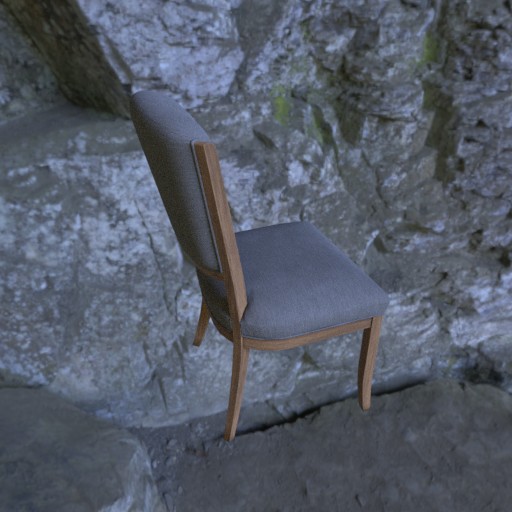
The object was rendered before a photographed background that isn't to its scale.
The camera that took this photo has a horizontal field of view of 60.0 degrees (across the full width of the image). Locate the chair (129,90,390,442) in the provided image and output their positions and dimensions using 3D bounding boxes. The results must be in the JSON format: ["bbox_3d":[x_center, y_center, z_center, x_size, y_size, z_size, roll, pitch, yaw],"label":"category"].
[{"bbox_3d":[0.000,0.000,1.264,0.584,0.905,0.513,-10,31,-17],"label":"chair"}]
